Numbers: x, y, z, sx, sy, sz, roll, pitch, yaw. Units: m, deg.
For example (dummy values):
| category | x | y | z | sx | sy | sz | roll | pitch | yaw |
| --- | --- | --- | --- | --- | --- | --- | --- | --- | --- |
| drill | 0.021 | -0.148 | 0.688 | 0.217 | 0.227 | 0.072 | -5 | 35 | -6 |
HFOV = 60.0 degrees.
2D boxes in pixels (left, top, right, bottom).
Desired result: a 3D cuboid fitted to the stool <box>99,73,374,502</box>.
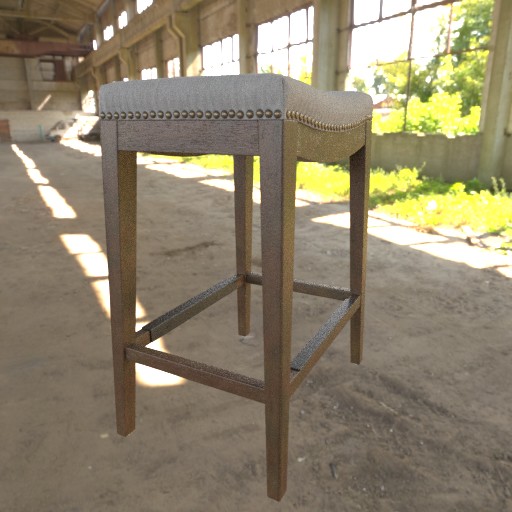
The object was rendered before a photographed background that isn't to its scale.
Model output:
| category | x | y | z | sx | sy | sz | roll | pitch | yaw |
| --- | --- | --- | --- | --- | --- | --- | --- | --- | --- |
| stool | 0.000 | 0.000 | 0.919 | 0.356 | 0.660 | 0.508 | 9 | 19 | 26 |
